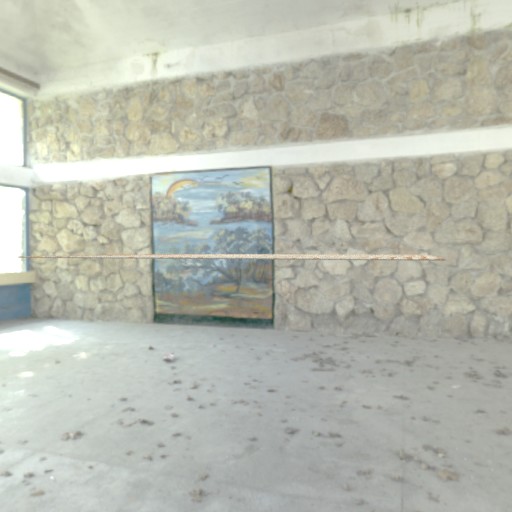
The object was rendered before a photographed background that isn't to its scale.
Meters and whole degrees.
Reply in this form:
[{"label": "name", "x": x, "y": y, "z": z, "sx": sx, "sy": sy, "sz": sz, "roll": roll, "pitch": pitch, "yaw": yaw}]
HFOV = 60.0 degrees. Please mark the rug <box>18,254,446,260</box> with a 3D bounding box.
[{"label": "rug", "x": 0.000, "y": 0.000, "z": 4.056, "sx": 3.050, "sy": 0.011, "sz": 2.441, "roll": 0, "pitch": 1, "yaw": 20}]
